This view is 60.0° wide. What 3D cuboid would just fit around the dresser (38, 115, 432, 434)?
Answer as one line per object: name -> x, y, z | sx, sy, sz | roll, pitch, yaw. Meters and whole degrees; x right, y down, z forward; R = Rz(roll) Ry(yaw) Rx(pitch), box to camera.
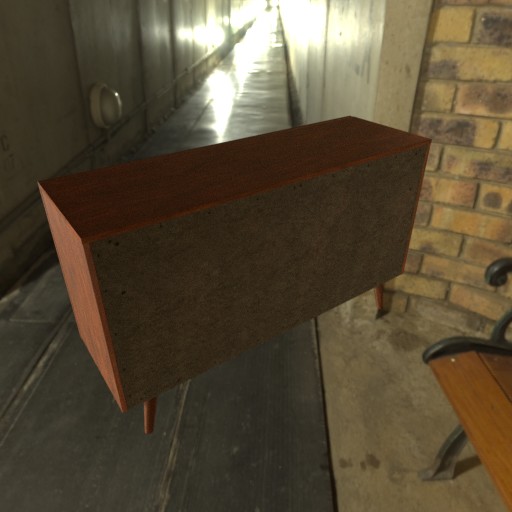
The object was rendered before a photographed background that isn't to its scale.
dresser -> 0.000, 0.000, 1.923 | 1.472, 0.889, 0.500 | -21, 37, -29
